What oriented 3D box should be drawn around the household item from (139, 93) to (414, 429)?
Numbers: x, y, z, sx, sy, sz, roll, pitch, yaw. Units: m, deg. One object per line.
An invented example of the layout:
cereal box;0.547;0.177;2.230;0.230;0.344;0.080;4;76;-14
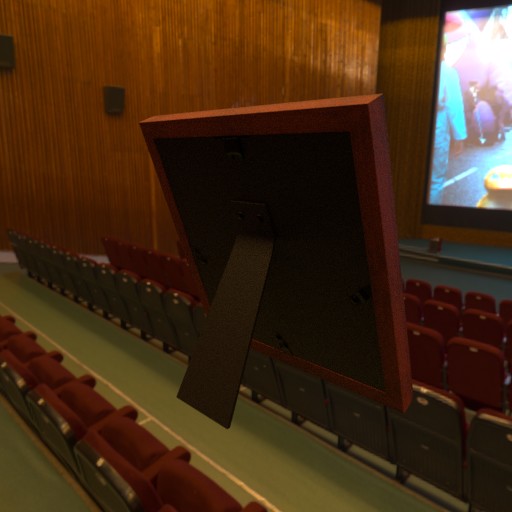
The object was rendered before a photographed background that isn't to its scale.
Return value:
household item;0.000;0.000;0.379;0.240;0.240;0.131;13;18;43
